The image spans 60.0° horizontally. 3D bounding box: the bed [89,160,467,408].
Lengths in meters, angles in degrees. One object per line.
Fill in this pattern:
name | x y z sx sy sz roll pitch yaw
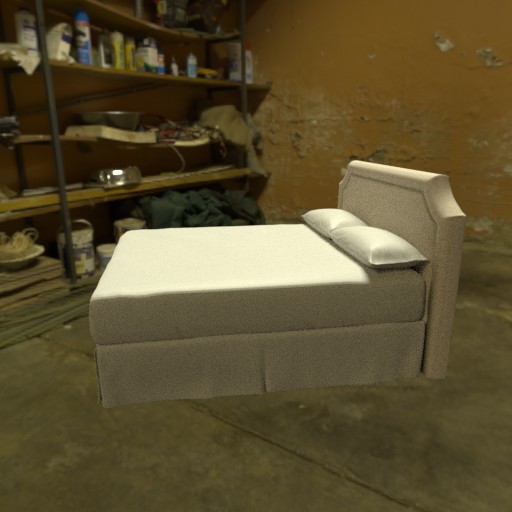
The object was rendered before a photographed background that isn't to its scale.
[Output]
bed | 0.000 0.000 3.321 2.164 1.297 1.828 -3 16 -9
